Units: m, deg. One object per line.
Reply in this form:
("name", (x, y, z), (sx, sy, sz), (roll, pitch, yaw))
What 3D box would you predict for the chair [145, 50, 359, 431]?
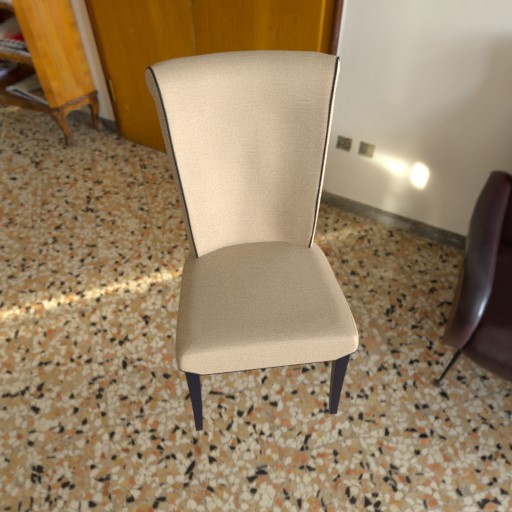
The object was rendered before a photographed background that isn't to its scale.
("chair", (0.000, 0.000, 1.350), (0.522, 0.997, 0.623), (-5, 47, -5))
